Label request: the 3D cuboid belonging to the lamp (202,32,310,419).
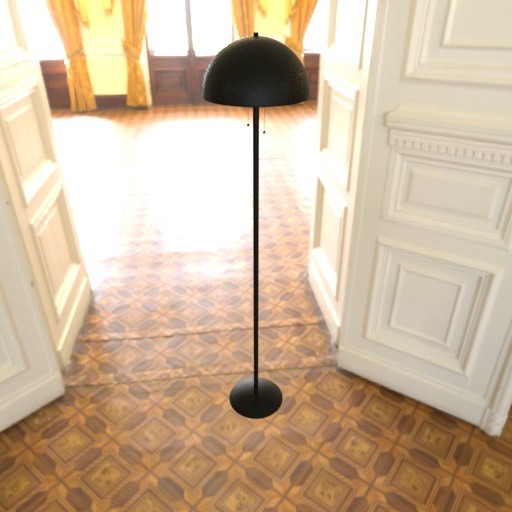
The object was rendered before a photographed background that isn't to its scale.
[{"bbox_3d":[0.000,0.000,1.640,0.328,1.480,0.328,21,36,32],"label":"lamp"}]
